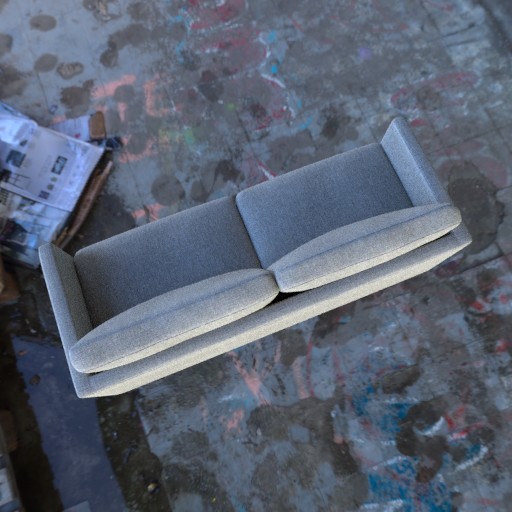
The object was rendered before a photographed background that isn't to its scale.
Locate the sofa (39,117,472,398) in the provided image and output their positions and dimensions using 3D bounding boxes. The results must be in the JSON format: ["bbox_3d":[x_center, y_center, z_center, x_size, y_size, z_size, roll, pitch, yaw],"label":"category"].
[{"bbox_3d":[0.000,0.000,2.861,2.434,0.951,0.948,-21,75,-6],"label":"sofa"}]
